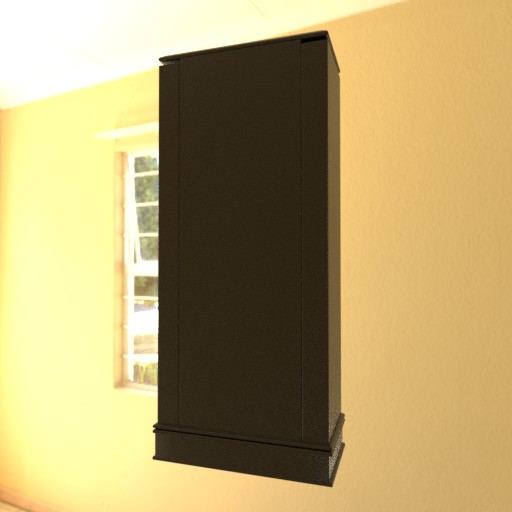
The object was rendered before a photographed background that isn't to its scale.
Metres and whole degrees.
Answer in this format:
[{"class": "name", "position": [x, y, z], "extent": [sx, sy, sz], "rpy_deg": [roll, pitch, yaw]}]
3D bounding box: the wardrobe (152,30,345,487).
[{"class": "wardrobe", "position": [0.000, 0.000, 1.177], "extent": [0.444, 1.011, 0.295], "rpy_deg": [0, -1, 18]}]
